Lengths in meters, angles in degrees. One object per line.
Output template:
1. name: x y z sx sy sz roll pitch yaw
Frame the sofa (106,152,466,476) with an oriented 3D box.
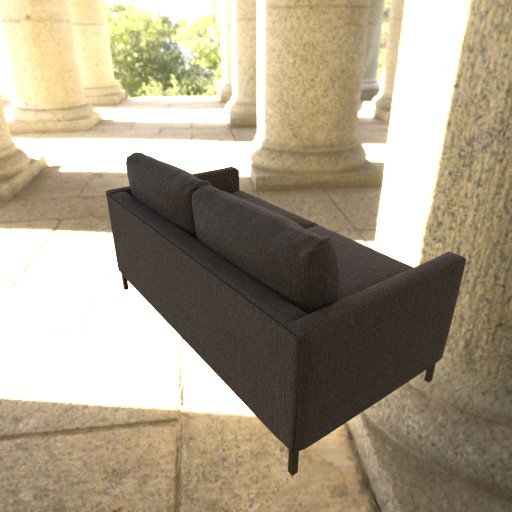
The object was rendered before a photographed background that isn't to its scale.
1. sofa: 0.000 0.000 2.177 0.875 0.840 1.682 -18 32 -32
